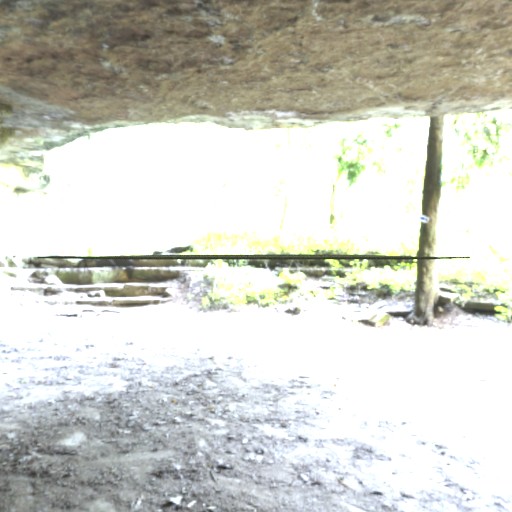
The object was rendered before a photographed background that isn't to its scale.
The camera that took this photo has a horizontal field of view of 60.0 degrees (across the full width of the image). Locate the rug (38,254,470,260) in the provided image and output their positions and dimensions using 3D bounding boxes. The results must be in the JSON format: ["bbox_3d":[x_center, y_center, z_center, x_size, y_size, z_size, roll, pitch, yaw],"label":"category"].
[{"bbox_3d":[0.000,0.000,4.019,2.451,0.026,3.069,0,1,1],"label":"rug"}]
